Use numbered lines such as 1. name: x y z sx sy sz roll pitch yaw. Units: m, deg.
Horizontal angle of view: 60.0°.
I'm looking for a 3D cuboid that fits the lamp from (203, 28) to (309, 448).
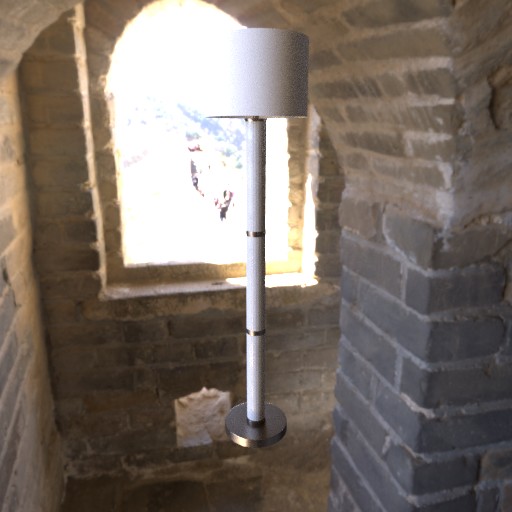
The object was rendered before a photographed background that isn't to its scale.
1. lamp: 0.000 0.000 1.781 0.377 1.599 0.377 8 18 25
